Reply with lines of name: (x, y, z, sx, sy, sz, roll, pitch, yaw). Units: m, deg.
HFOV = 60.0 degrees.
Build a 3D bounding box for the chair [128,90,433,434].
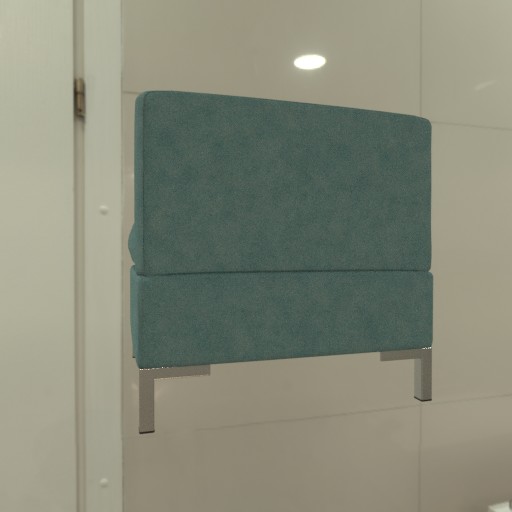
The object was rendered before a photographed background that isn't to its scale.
chair: (0.000, 0.000, 1.237, 0.684, 0.660, 0.685, 0, 1, -17)
